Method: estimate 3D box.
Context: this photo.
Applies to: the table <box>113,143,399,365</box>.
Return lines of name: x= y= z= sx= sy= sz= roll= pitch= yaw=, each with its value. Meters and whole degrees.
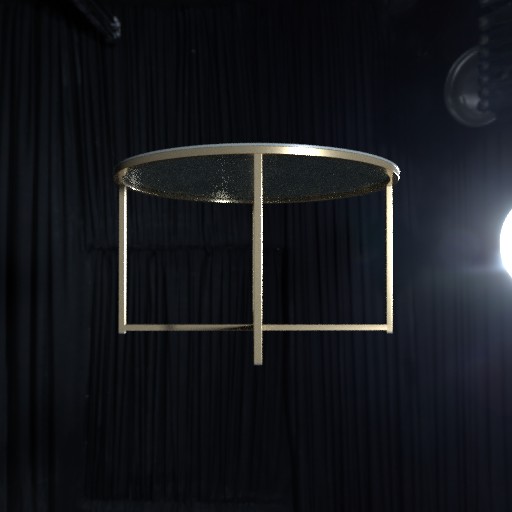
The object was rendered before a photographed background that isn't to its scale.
table: x=0.000 y=0.000 z=1.297 sx=0.800 sy=0.450 sz=0.800 roll=0 pitch=-1 yaw=0
